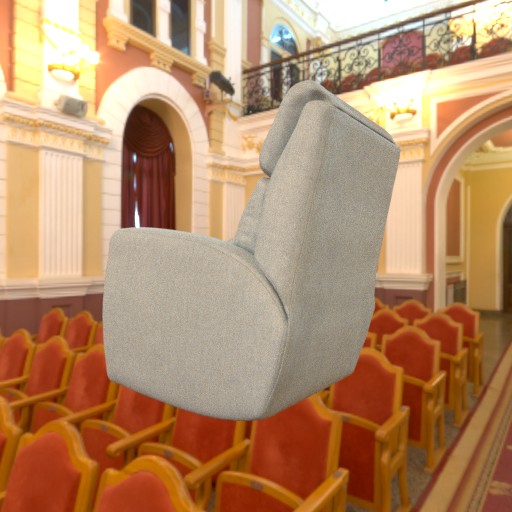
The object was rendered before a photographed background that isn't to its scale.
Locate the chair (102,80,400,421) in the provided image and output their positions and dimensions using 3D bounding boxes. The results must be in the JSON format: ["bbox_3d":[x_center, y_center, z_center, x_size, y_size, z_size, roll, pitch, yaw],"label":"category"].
[{"bbox_3d":[0.000,0.000,1.691,0.940,1.016,0.794,0,0,36],"label":"chair"}]
